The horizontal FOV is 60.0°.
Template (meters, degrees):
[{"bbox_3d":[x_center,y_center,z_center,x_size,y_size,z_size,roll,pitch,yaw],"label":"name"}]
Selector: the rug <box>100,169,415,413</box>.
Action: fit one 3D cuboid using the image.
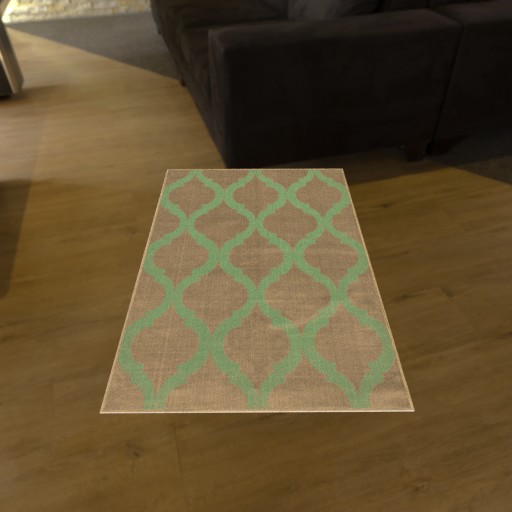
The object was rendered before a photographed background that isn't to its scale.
[{"bbox_3d":[0.000,0.000,3.003,1.524,0.006,2.286,0,41,0],"label":"rug"}]
